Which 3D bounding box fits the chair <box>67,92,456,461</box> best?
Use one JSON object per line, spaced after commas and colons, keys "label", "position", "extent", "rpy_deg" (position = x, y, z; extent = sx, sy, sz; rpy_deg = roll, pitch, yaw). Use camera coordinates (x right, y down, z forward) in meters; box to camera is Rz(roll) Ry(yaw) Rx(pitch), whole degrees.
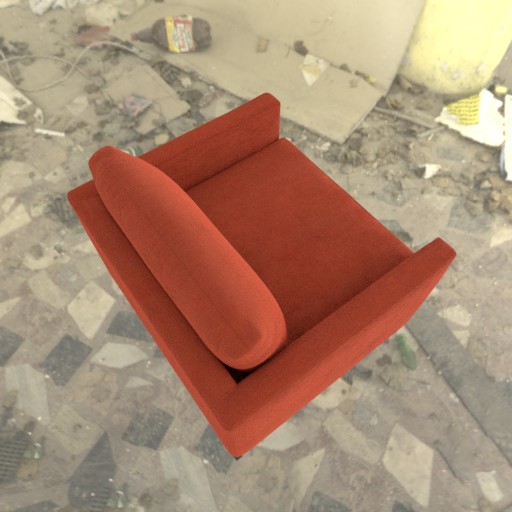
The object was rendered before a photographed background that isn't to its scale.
{"label": "chair", "position": [0.000, 0.000, 1.573], "extent": [0.875, 0.812, 0.964], "rpy_deg": [-33, 63, -19]}
